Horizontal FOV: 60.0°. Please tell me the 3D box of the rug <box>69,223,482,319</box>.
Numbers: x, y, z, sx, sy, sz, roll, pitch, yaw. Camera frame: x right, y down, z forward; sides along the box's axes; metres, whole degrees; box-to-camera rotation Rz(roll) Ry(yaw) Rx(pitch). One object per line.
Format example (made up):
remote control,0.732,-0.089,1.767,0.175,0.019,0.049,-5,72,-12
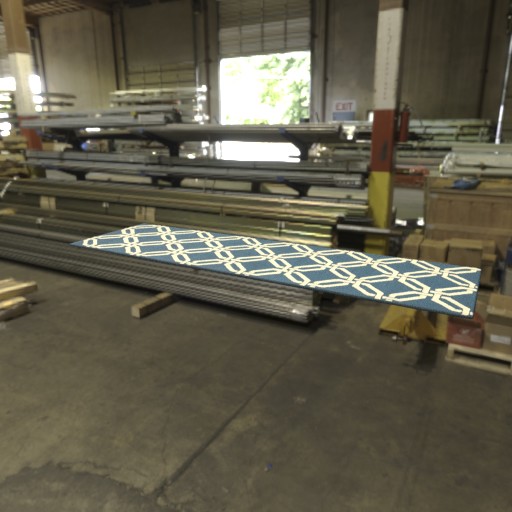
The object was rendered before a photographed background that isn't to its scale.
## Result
rug,0.000,0.000,2.514,2.276,0.014,0.678,9,19,27
